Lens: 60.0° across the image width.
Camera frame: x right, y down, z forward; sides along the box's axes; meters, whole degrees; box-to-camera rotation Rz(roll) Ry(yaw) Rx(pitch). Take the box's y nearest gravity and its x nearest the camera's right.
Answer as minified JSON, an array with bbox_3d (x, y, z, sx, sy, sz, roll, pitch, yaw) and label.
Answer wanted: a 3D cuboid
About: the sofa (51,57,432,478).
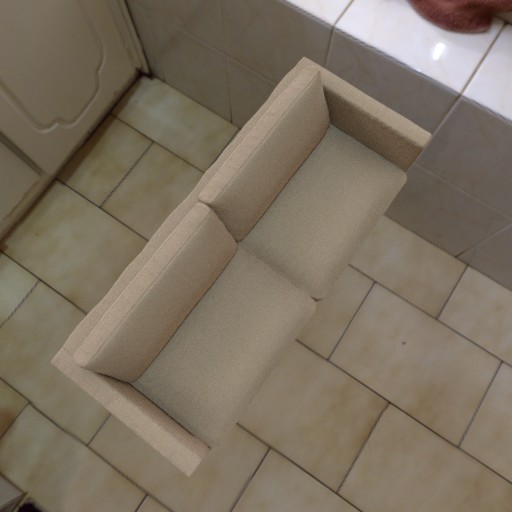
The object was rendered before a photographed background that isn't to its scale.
[{"bbox_3d":[0.000,0.000,2.694,0.962,0.853,2.312,35,78,9],"label":"sofa"}]
